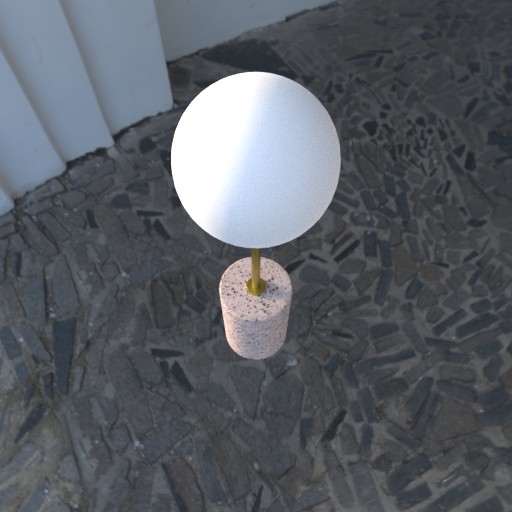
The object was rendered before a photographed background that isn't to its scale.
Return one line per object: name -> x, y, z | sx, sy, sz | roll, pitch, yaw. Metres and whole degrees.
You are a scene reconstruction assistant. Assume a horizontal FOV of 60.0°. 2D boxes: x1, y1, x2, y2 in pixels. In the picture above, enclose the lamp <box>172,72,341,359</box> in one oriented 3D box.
lamp -> 0.000, 0.000, 0.546 | 0.153, 0.480, 0.153 | 0, 58, 0
